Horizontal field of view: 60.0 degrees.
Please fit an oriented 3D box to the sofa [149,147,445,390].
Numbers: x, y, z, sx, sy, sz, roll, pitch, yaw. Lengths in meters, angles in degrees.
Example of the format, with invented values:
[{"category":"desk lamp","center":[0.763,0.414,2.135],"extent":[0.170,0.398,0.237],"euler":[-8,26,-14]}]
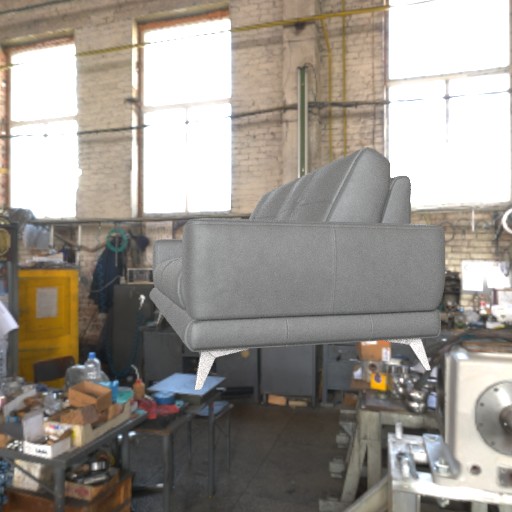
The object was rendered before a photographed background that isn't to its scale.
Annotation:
[{"category":"sofa","center":[0.000,0.000,2.387],"extent":[1.018,0.907,1.806],"euler":[0,-1,-17]}]
